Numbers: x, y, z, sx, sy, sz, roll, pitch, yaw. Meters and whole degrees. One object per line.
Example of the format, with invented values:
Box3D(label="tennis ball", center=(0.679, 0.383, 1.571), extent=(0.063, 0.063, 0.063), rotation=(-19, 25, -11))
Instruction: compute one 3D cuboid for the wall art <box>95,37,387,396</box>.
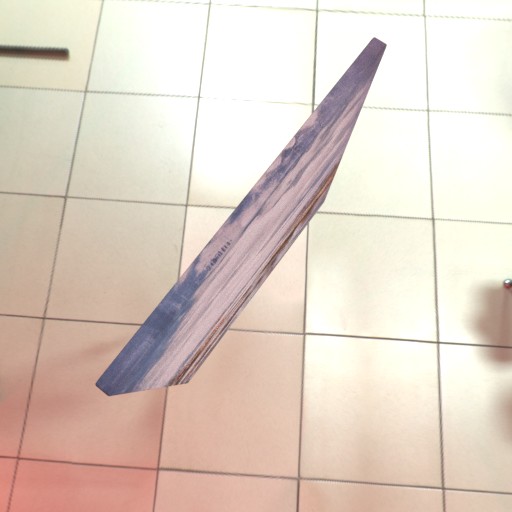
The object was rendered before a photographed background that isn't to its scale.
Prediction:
Box3D(label="wall art", center=(0.000, 0.000, 1.459), extent=(0.040, 1.020, 1.010), rotation=(36, 78, 9))
